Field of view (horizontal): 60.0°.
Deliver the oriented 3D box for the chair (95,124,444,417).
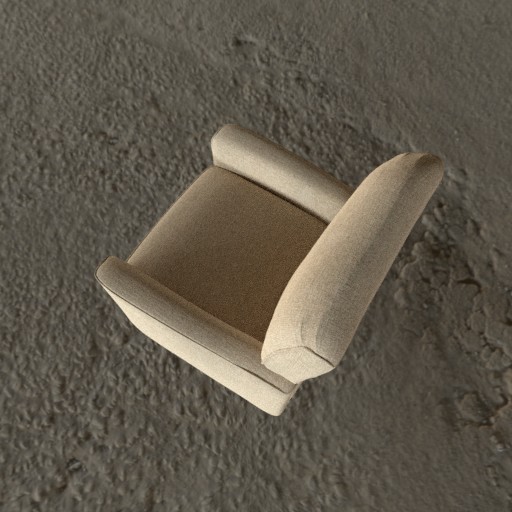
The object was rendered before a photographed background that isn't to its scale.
[{"bbox_3d":[0.000,0.000,1.625,0.858,1.028,0.841,30,67,14],"label":"chair"}]
